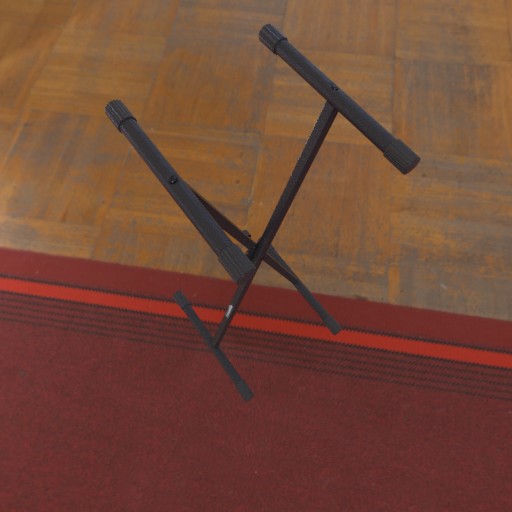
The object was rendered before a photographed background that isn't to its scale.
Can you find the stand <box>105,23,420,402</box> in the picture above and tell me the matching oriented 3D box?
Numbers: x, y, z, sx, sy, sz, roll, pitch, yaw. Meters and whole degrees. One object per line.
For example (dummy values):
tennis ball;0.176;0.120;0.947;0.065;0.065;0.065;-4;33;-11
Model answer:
stand;0.000;0.000;1.146;0.409;0.940;0.449;-33;69;-15
